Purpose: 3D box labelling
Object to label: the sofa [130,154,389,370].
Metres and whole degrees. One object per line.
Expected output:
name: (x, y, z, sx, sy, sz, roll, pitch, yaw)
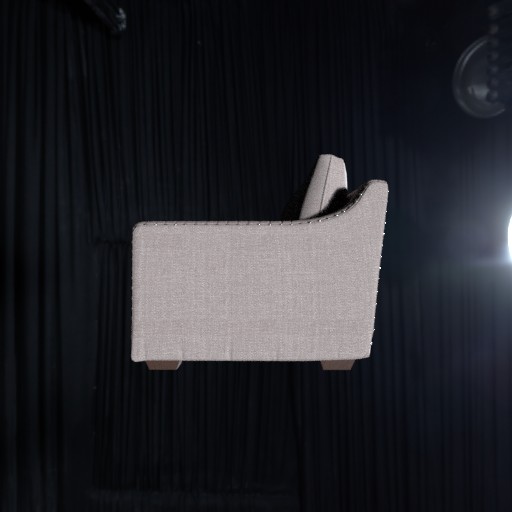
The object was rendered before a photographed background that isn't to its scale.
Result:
sofa: (0.000, 0.000, 2.745, 1.000, 0.857, 2.208, 0, 0, 0)
